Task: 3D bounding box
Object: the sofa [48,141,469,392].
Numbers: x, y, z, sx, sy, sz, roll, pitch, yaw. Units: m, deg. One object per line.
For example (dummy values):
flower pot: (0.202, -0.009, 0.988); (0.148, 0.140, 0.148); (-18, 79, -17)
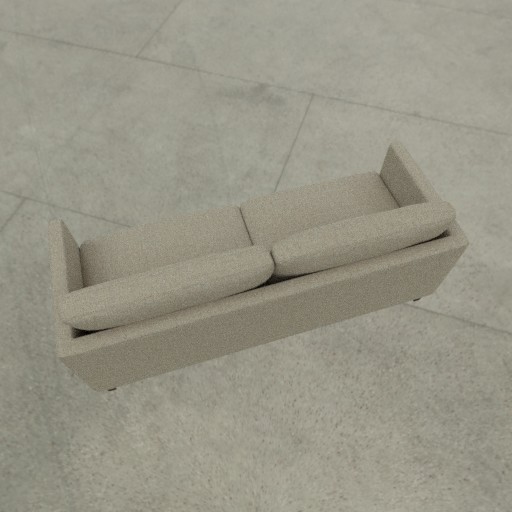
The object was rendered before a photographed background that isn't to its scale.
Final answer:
sofa: (0.000, 0.000, 2.916); (2.434, 0.965, 0.951); (-15, 59, -9)
